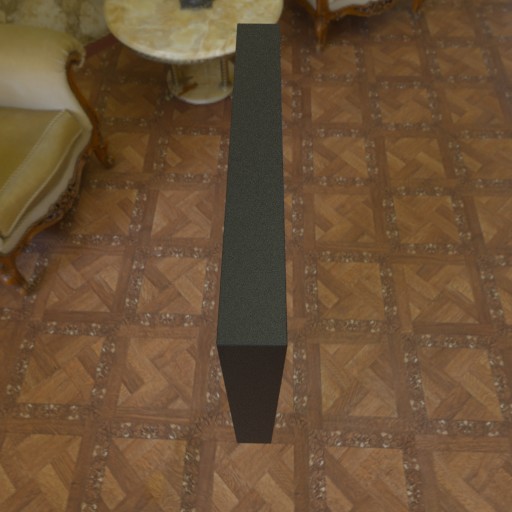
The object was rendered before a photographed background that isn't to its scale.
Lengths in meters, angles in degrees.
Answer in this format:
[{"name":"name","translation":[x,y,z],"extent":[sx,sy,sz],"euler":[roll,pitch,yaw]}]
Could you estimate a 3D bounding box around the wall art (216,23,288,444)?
[{"name":"wall art","translation":[0.000,0.000,0.447],"extent":[0.038,0.304,0.304],"euler":[1,58,0]}]
